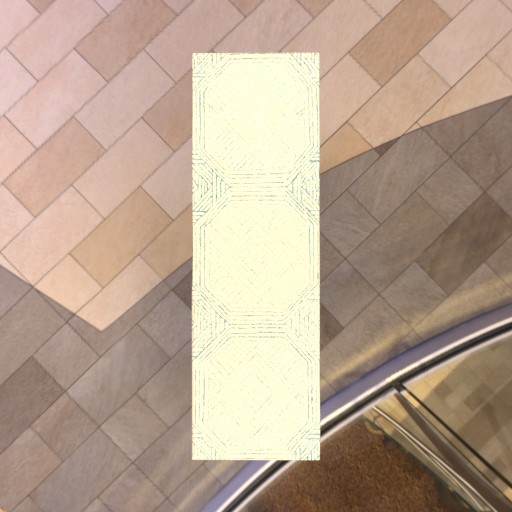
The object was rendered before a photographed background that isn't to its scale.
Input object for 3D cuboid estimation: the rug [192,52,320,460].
[{"bbox_3d":[0.000,0.000,2.672,0.775,0.012,2.452,0,90,1],"label":"rug"}]
